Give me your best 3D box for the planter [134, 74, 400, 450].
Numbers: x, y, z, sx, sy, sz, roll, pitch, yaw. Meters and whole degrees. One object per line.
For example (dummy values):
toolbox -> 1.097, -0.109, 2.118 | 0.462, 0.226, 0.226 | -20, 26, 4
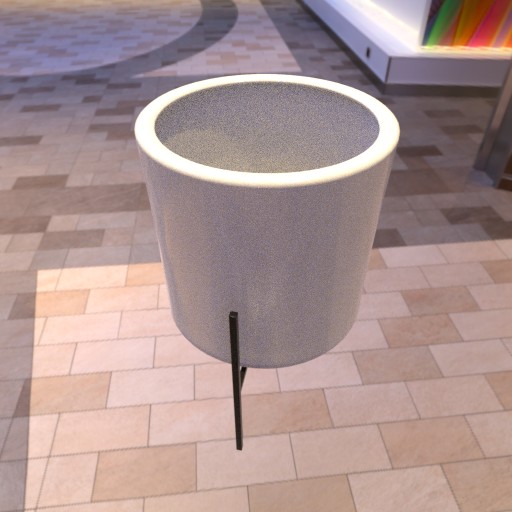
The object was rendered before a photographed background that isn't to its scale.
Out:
planter -> 0.000, 0.000, 0.720 | 0.361, 0.480, 0.360 | 26, 47, 28
